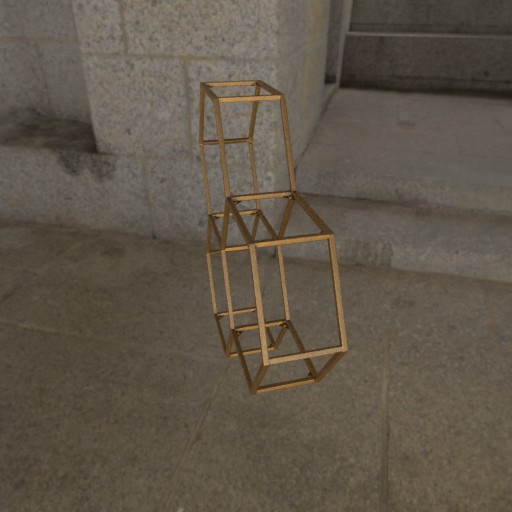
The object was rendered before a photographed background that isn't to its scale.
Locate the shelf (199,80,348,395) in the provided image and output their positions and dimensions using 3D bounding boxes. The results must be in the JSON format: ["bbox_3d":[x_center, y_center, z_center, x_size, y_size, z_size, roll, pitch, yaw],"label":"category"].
[{"bbox_3d":[0.000,0.000,1.043,0.150,0.701,0.708,-7,31,-12],"label":"shelf"}]
